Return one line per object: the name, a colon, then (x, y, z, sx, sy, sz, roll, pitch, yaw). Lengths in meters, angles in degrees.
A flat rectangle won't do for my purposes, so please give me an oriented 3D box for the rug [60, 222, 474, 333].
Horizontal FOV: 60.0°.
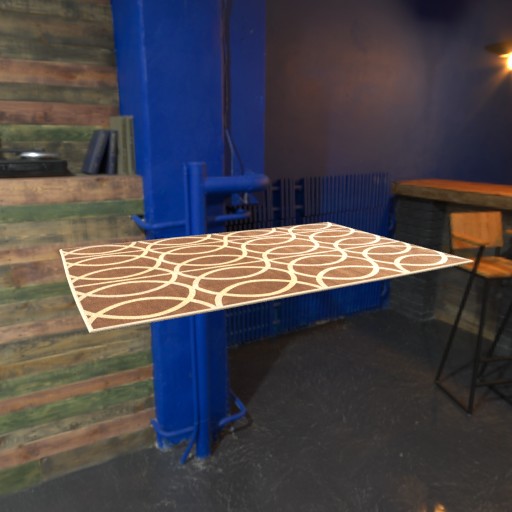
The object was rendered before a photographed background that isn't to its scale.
rug: (0.000, 0.000, 2.909, 2.294, 0.014, 1.528, -8, 16, -27)
